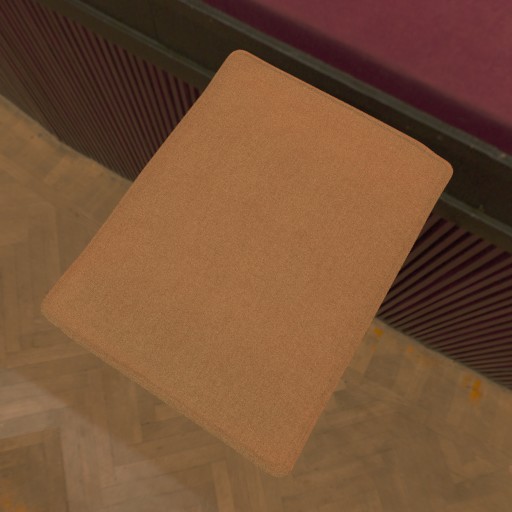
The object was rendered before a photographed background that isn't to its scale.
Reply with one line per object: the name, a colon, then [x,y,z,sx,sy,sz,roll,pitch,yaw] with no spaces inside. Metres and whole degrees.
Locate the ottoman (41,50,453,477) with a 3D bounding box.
ottoman: [0.000,0.000,1.192,0.650,0.485,0.833,31,76,8]
